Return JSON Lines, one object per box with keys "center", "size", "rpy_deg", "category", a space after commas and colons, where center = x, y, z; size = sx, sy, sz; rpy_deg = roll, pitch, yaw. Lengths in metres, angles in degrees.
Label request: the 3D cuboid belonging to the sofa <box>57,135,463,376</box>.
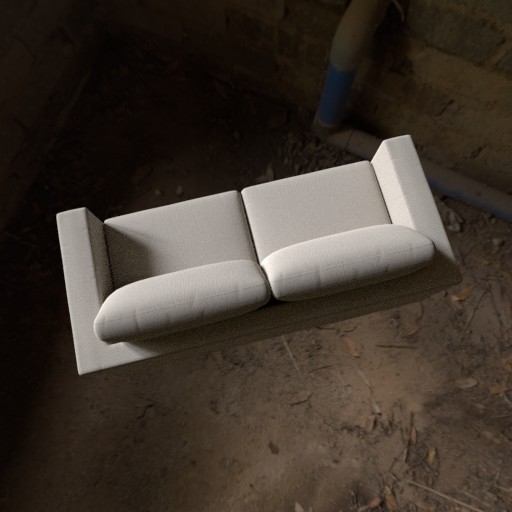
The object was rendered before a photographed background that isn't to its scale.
{"center": [0.000, 0.000, 2.687], "size": [2.163, 0.881, 0.954], "rpy_deg": [-13, 76, -3], "category": "sofa"}
